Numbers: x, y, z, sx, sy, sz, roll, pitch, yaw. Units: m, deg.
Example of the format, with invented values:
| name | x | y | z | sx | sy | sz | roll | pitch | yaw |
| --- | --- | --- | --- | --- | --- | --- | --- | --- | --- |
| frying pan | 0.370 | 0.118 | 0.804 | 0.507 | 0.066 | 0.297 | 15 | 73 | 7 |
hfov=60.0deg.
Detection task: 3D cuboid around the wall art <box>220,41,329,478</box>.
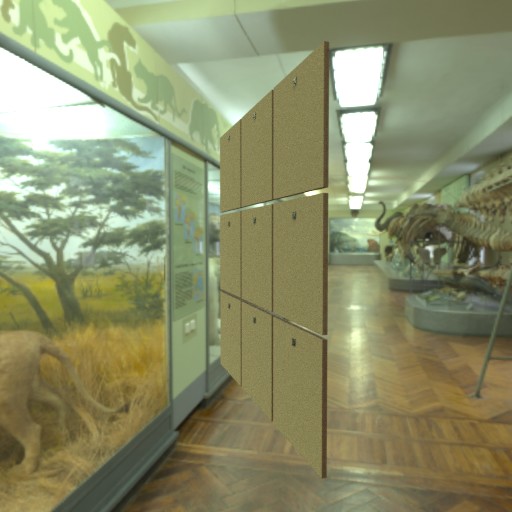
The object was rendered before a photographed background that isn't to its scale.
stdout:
| name | x | y | z | sx | sy | sz | roll | pitch | yaw |
| --- | --- | --- | --- | --- | --- | --- | --- | --- | --- |
| wall art | 0.000 | 0.000 | 1.813 | 0.024 | 1.218 | 1.221 | -1 | 2 | -18 |
